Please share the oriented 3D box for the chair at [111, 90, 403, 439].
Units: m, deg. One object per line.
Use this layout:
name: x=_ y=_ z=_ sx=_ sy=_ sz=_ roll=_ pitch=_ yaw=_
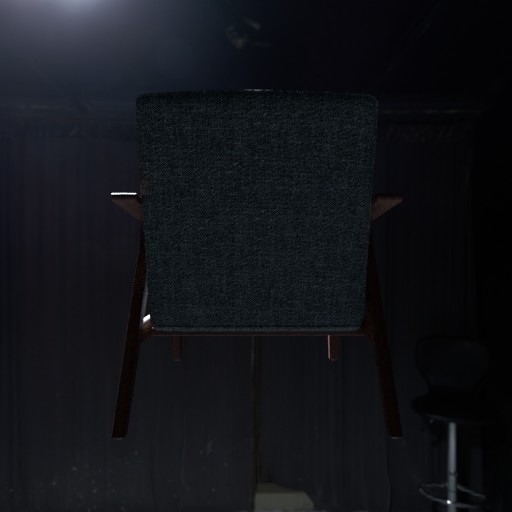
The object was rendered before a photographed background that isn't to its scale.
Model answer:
chair: x=0.000 y=0.000 z=1.485 sx=0.719 sy=0.864 sz=0.889 roll=0 pitch=0 yaw=0
